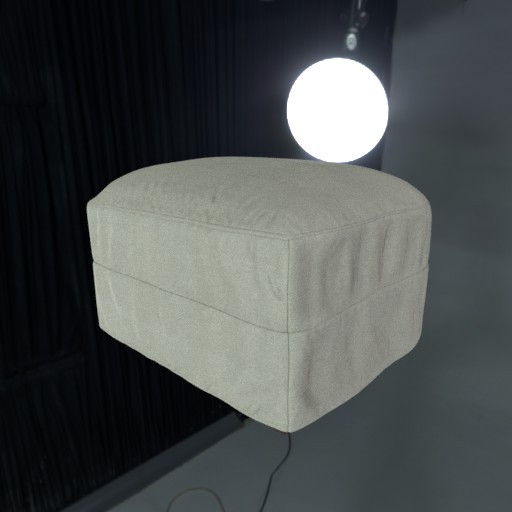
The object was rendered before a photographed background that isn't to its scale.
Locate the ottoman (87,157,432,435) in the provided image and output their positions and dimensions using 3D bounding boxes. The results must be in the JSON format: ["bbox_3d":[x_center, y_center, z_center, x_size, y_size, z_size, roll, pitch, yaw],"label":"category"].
[{"bbox_3d":[0.000,0.000,1.109,0.712,0.480,0.584,15,22,41],"label":"ottoman"}]
